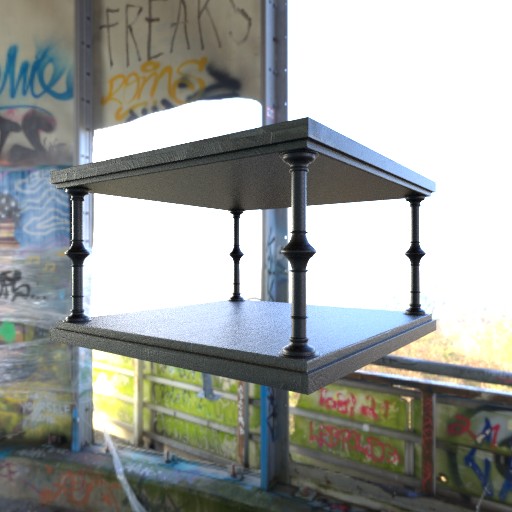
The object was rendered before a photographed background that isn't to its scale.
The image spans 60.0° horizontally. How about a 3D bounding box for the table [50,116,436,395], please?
[{"bbox_3d":[0.000,0.000,1.122,0.696,0.400,0.696,0,0,36],"label":"table"}]
